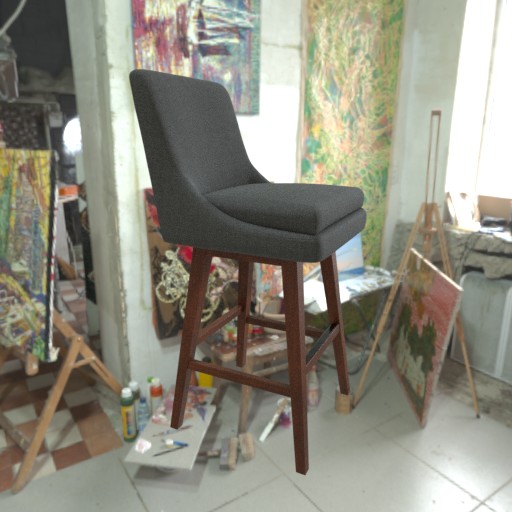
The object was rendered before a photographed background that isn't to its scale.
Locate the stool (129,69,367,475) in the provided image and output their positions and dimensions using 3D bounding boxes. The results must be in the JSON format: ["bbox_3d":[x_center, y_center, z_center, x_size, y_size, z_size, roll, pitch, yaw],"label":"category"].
[{"bbox_3d":[0.000,0.000,1.258,0.524,0.977,0.447,8,17,26],"label":"stool"}]
